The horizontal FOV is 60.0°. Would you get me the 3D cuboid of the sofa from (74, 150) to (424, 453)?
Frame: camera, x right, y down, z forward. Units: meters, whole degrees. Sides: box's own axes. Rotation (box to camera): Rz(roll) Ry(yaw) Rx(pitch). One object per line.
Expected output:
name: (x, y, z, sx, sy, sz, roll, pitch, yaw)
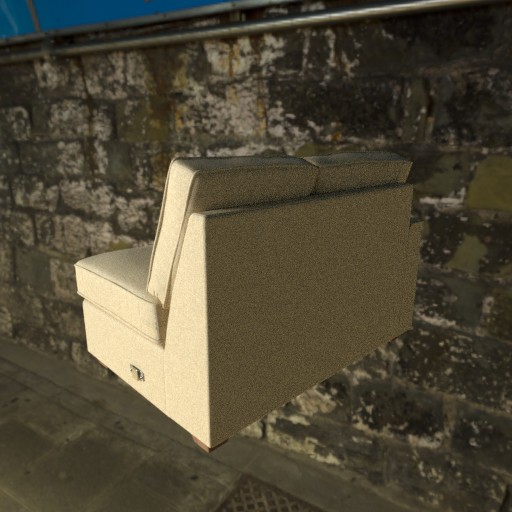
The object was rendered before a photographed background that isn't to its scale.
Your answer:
sofa: (0.000, 0.000, 2.110, 1.388, 0.989, 0.991, -14, 21, -42)
